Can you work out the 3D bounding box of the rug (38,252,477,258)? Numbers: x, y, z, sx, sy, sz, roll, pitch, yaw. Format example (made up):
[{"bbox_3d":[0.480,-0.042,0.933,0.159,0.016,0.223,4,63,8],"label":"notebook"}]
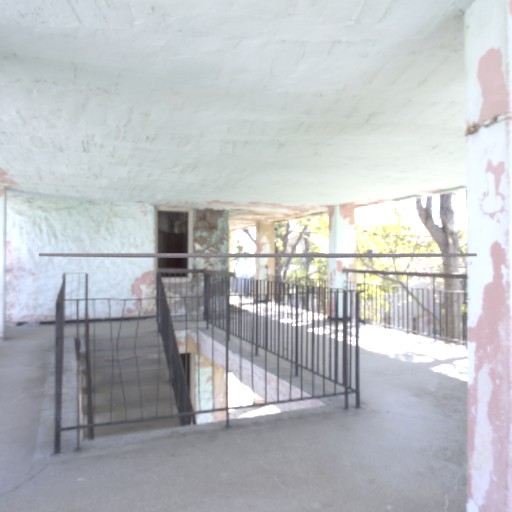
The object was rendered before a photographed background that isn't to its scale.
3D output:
[{"bbox_3d":[0.000,0.000,4.230,3.007,0.032,2.434,0,0,-1],"label":"rug"}]
